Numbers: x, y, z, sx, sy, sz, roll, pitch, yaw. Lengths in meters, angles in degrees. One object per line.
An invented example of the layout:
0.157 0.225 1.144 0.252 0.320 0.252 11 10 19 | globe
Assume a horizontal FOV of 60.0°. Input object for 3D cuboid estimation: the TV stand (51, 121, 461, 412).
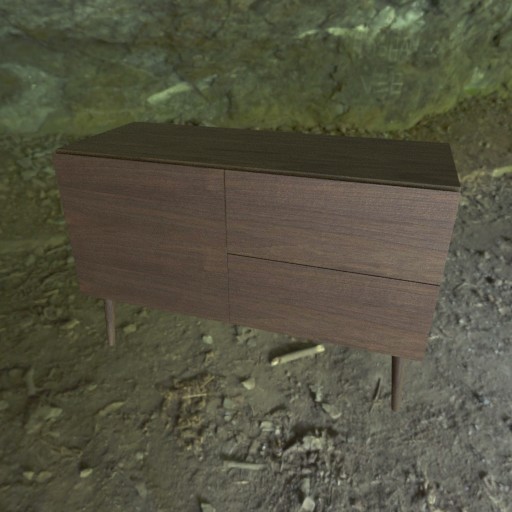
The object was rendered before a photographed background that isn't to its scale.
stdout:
0.000 0.000 1.339 0.990 0.660 0.405 9 29 16 | TV stand
